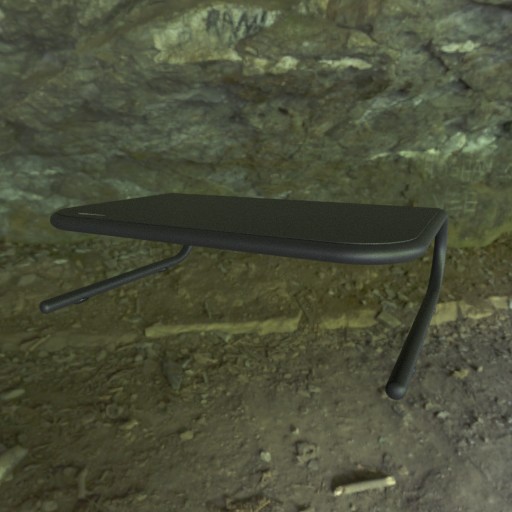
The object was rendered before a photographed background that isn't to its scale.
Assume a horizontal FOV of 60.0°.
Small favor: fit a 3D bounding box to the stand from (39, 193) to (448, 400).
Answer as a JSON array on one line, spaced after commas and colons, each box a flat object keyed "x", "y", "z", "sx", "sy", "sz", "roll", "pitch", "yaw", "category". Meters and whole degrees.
[{"x": 0.000, "y": 0.000, "z": 0.490, "sx": 0.370, "sy": 0.108, "sz": 0.280, "roll": 7, "pitch": 15, "yaw": 26, "category": "stand"}]
